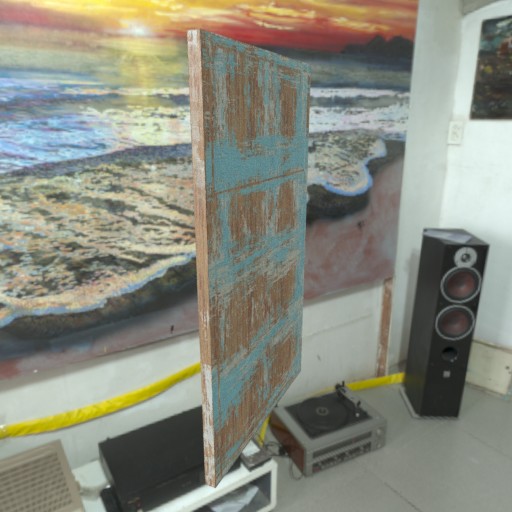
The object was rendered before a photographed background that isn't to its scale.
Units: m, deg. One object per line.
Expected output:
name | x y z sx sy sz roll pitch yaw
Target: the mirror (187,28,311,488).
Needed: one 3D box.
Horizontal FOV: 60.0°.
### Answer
mirror | 0.000 0.000 1.439 0.083 1.213 0.707 8 19 25
